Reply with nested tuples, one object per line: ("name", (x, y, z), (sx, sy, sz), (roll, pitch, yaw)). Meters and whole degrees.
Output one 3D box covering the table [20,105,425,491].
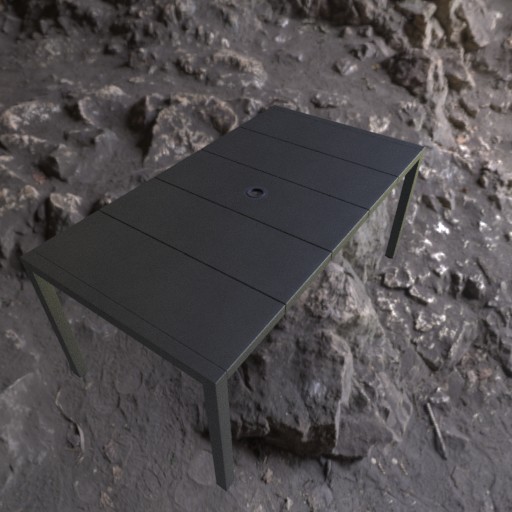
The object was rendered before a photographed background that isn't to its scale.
("table", (0.000, 0.000, 2.162), (0.914, 0.735, 1.680), (25, 47, 26))
